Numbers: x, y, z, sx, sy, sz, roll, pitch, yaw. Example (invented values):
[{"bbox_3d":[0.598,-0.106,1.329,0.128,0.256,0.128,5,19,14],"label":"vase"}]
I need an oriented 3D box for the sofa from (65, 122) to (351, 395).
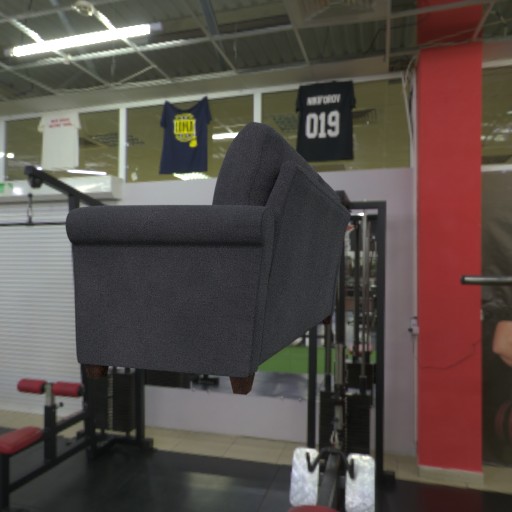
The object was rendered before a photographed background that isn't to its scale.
[{"bbox_3d":[0.000,0.000,2.401,0.842,0.942,1.935,0,-1,18],"label":"sofa"}]
